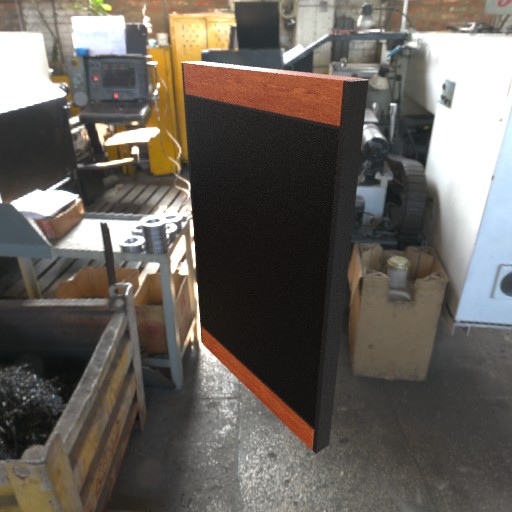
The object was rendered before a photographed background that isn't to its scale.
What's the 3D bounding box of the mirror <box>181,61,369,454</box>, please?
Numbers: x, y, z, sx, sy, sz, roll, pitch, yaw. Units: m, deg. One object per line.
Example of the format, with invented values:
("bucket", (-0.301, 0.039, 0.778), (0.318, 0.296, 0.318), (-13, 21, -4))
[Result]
("mirror", (0.000, 0.000, 1.055), (0.047, 0.823, 0.525), (-19, 33, -33))
